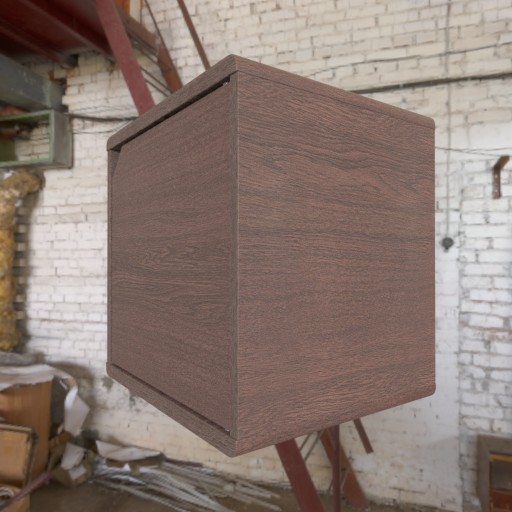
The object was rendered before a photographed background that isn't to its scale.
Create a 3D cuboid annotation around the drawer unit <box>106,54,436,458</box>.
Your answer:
[{"bbox_3d":[0.000,0.000,0.591,0.290,0.344,0.344,0,0,-36],"label":"drawer unit"}]
